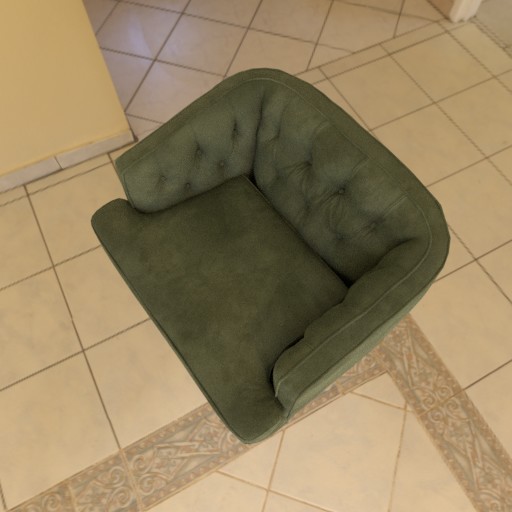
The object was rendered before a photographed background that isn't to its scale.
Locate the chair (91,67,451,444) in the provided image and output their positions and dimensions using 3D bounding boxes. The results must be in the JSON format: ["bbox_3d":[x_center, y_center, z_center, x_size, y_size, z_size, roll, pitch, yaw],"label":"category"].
[{"bbox_3d":[0.000,0.000,1.762,0.941,0.852,1.104,-34,69,-15],"label":"chair"}]
